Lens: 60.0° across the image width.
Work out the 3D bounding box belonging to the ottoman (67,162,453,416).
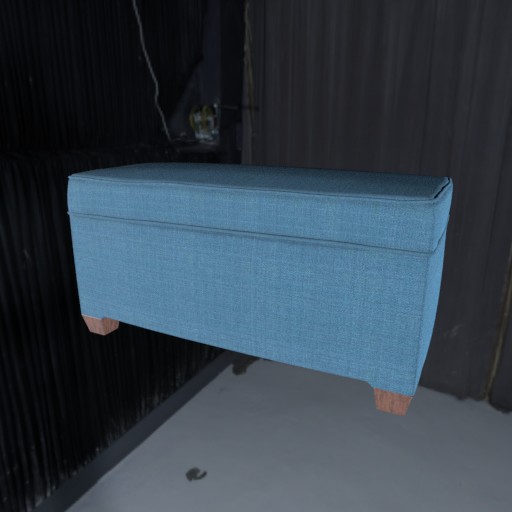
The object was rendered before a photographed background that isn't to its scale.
[{"bbox_3d":[0.000,0.000,1.217,0.943,0.474,0.474,8,18,25],"label":"ottoman"}]
